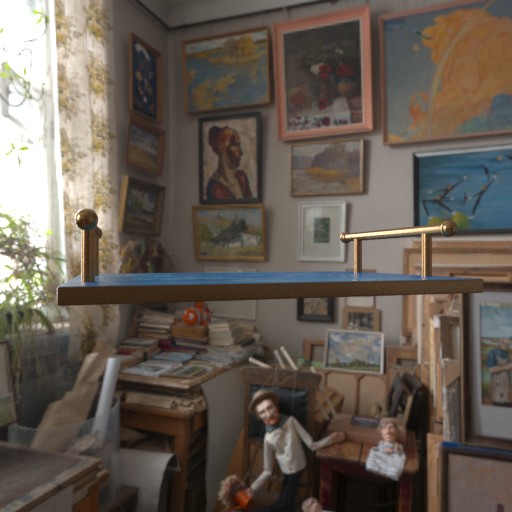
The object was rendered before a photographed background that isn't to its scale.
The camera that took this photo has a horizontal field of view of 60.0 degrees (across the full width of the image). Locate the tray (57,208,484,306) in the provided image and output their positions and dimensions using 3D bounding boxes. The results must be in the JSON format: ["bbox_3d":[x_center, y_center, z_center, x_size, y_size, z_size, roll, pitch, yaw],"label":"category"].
[{"bbox_3d":[0.000,0.000,0.577,0.444,0.084,0.304,0,0,-18],"label":"tray"}]
